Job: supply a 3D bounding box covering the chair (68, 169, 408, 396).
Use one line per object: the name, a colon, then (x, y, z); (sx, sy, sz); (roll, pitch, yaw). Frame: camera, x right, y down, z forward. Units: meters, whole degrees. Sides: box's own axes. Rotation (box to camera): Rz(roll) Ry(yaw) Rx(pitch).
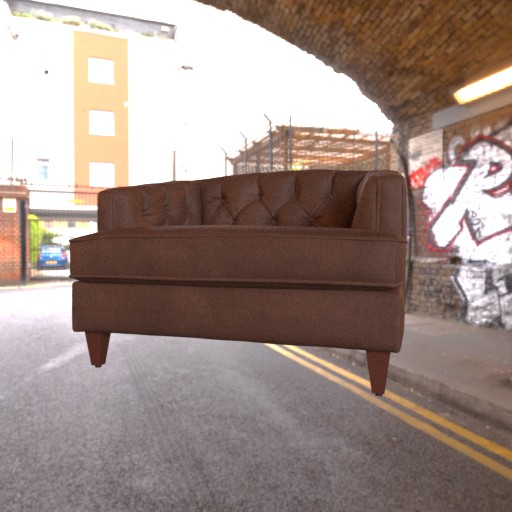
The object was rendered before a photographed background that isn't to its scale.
chair: (0.000, 0.000, 1.738); (1.118, 0.787, 0.914); (0, 1, 18)
